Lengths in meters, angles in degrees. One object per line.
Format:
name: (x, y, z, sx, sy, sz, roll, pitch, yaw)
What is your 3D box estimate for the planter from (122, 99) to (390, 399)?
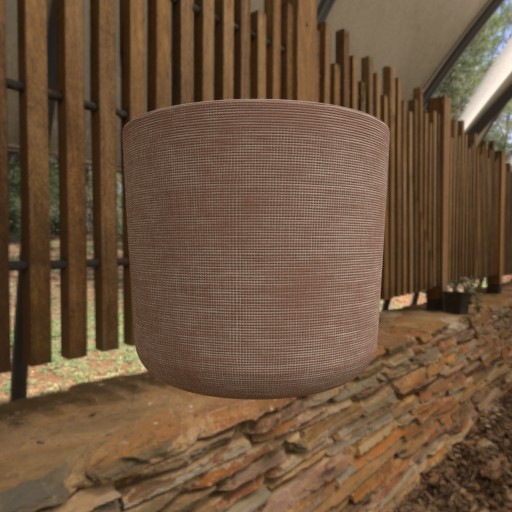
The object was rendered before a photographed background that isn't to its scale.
planter: (0.000, 0.000, 0.767, 0.440, 0.398, 0.440, 0, 2, 0)
